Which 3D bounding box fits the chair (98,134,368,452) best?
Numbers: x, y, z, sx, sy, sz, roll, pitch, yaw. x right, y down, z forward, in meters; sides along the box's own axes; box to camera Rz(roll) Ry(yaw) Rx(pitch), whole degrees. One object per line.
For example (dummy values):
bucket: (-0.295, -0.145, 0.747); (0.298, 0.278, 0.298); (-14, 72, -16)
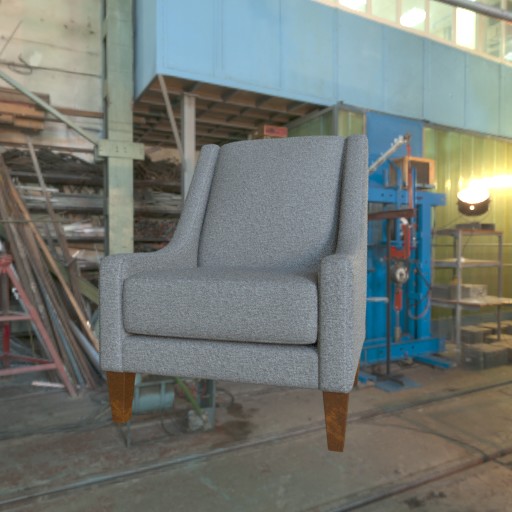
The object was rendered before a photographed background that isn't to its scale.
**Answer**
chair: (0.000, 0.000, 1.618); (0.774, 1.016, 0.870); (0, 1, 17)
